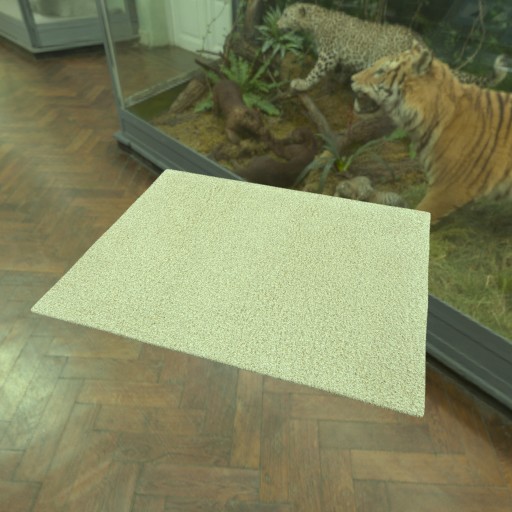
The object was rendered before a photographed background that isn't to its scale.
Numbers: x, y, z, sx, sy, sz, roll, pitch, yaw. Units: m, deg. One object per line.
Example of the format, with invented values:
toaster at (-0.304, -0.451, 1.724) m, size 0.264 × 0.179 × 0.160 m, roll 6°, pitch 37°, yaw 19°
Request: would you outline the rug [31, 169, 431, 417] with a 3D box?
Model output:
rug at (0.000, 0.000, 4.093) m, size 3.047 × 0.029 × 2.438 m, roll 12°, pitch 41°, yaw 14°
